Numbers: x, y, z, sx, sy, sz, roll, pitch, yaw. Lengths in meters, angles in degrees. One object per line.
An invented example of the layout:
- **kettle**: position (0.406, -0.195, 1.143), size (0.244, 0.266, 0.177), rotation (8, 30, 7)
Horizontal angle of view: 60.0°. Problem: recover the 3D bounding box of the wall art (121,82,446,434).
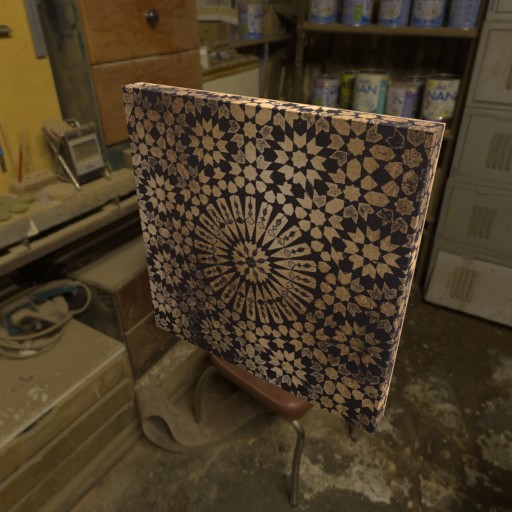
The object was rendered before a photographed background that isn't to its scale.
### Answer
- **wall art**: position (0.000, 0.000, 0.603), size (0.405, 0.405, 0.038), rotation (19, 35, 29)
